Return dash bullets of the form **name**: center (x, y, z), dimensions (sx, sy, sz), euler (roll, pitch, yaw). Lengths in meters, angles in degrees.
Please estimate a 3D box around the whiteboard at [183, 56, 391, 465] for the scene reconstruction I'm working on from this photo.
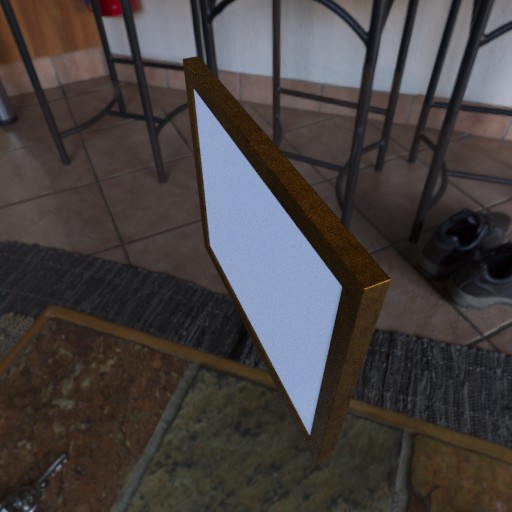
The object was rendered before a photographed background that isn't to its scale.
- **whiteboard**: center (0.000, 0.000, 0.753), dimensions (0.029, 0.457, 0.561), euler (-18, 49, -16)
